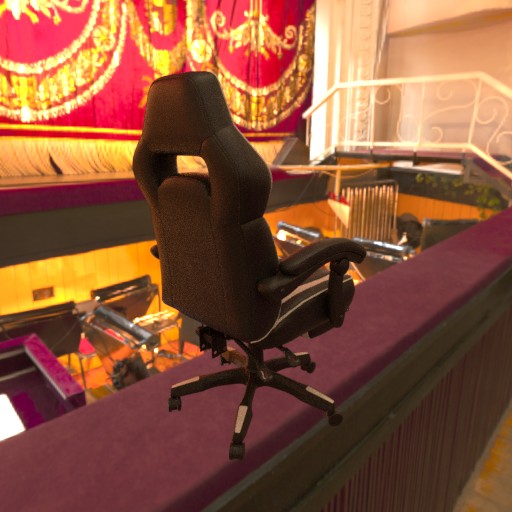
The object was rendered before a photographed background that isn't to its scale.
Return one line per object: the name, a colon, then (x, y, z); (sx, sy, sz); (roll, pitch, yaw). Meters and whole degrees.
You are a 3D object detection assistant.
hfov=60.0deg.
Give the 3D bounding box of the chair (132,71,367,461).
chair: (0.000, 0.000, 1.623); (0.700, 1.200, 0.676); (-15, 21, -42)
